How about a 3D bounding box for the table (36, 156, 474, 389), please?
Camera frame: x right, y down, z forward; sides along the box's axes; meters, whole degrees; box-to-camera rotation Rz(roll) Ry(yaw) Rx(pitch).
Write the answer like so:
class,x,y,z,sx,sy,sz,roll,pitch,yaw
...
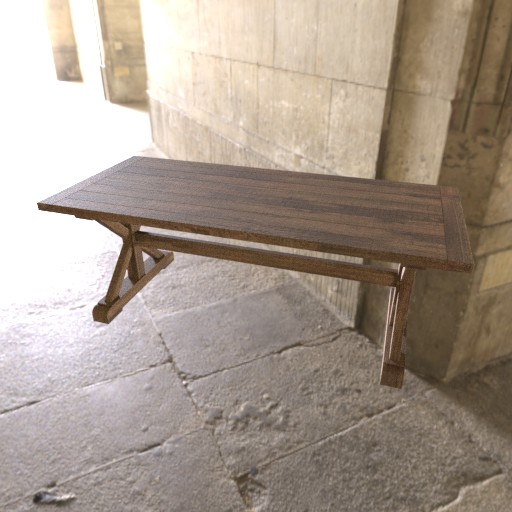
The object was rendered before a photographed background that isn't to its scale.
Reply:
class,x,y,z,sx,sy,sz,roll,pitch,yaw
table,0.000,0.000,2.503,2.031,0.733,0.907,9,30,16
